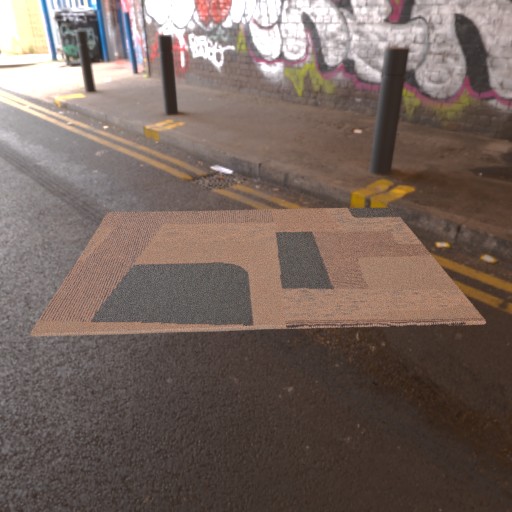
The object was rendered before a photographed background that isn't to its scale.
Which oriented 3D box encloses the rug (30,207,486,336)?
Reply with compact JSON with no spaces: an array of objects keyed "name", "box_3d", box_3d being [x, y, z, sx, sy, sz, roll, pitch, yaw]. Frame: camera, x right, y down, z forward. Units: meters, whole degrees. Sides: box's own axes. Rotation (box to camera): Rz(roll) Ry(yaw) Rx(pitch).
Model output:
[{"name":"rug","box_3d":[0.000,0.000,2.331,1.847,0.020,1.238,-1,29,-2]}]
